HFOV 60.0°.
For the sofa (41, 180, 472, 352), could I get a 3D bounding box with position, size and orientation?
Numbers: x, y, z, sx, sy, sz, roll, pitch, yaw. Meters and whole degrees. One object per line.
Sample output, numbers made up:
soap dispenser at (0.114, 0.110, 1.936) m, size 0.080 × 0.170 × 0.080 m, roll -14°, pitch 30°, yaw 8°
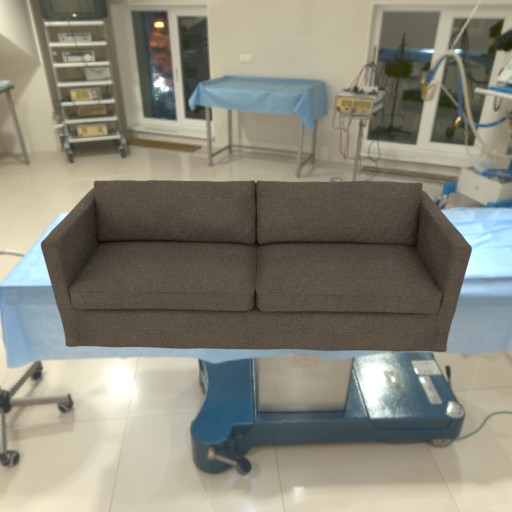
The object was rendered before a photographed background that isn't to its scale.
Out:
sofa at (0.000, 0.000, 3.380) m, size 2.779 × 0.998 × 1.036 m, roll 1°, pitch 30°, yaw 1°
